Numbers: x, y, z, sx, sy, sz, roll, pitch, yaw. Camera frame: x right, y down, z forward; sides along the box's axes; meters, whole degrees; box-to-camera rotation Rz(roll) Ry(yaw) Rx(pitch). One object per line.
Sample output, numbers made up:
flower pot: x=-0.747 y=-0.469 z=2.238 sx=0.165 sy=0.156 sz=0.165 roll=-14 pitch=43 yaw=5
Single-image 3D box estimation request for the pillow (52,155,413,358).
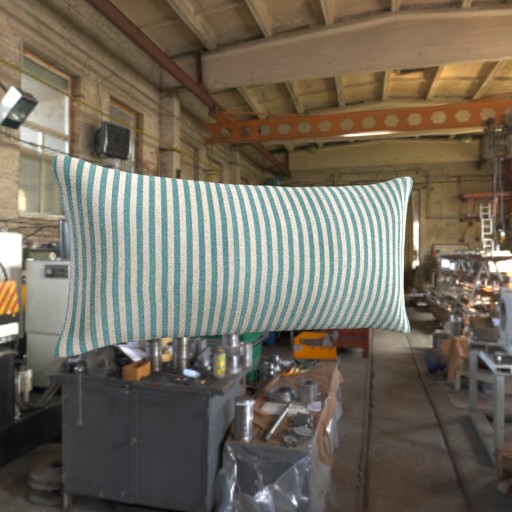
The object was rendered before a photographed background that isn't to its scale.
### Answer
pillow: x=0.000 y=0.000 z=0.734 sx=0.617 sy=0.295 sz=0.151 roll=0 pitch=0 yaw=-18
